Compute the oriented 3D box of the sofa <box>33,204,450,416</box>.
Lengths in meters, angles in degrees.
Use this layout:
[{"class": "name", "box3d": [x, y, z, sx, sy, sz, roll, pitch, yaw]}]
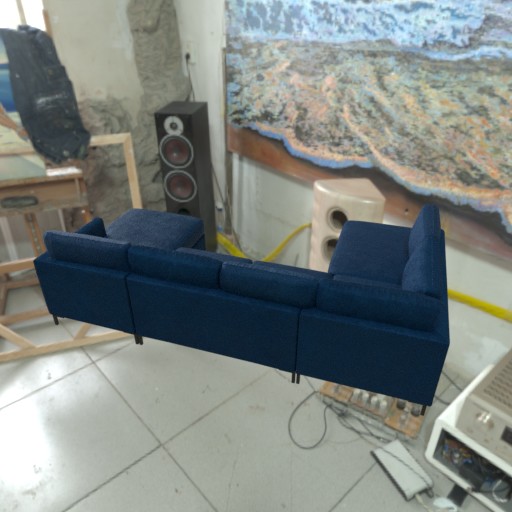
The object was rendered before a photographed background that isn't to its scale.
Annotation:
[{"class": "sofa", "box3d": [0.000, 0.000, 4.321, 3.434, 0.992, 2.055, 10, 33, 16]}]
